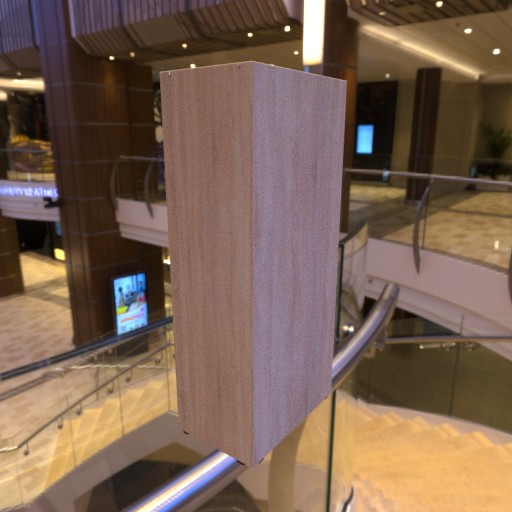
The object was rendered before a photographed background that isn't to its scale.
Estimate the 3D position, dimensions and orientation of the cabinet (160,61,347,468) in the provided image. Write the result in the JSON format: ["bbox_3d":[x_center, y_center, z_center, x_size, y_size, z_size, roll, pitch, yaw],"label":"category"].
[{"bbox_3d":[0.000,0.000,2.847,1.094,2.120,1.327,-2,16,-8],"label":"cabinet"}]
